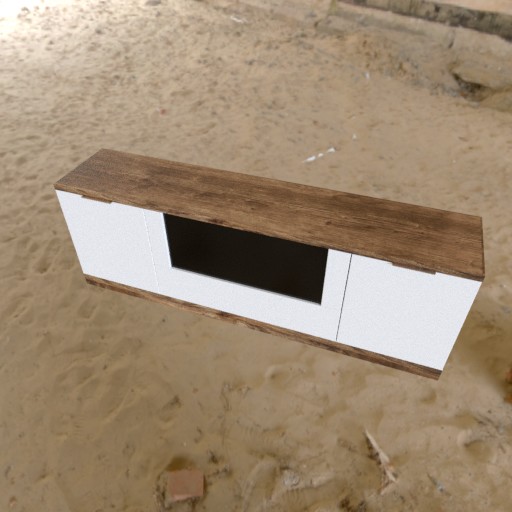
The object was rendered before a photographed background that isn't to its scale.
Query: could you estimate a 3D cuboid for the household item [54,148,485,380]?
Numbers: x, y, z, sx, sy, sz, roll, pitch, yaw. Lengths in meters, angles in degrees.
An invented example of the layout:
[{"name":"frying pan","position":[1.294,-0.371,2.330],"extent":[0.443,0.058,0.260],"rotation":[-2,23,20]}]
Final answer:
[{"name":"household item","position":[0.000,0.000,2.080],"extent":[1.800,0.615,0.390],"rotation":[13,42,15]}]
